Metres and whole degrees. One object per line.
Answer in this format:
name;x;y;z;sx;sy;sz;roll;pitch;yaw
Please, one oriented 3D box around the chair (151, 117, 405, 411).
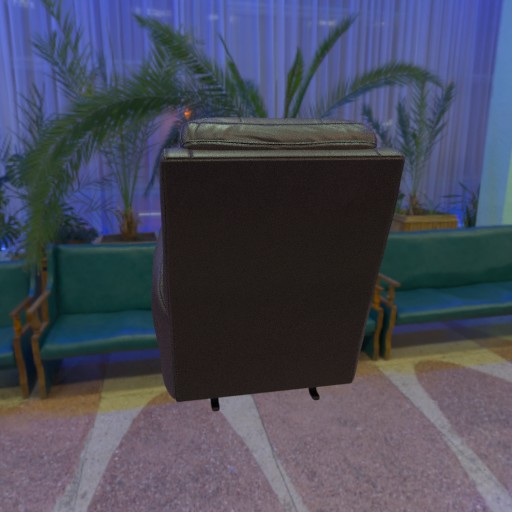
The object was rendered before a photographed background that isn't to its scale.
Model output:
chair;0.000;0.000;1.801;0.829;1.030;1.080;-3;14;-11
